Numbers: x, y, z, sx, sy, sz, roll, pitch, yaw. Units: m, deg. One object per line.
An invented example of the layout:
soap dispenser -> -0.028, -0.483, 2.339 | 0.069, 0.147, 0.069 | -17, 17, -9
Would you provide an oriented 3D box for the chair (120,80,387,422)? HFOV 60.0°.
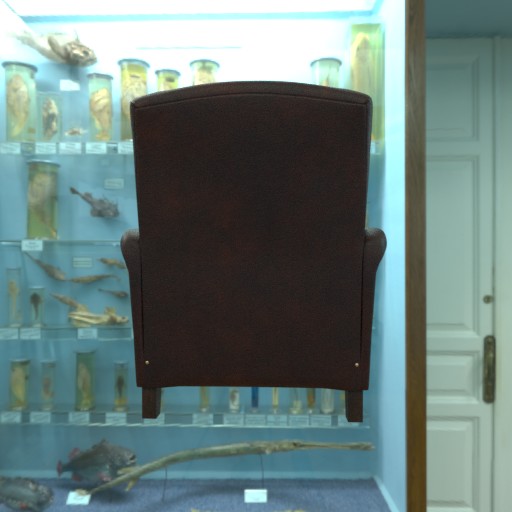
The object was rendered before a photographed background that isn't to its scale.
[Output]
chair -> 0.000, 0.000, 1.756 | 0.978, 1.061, 0.902 | 0, 0, 3
